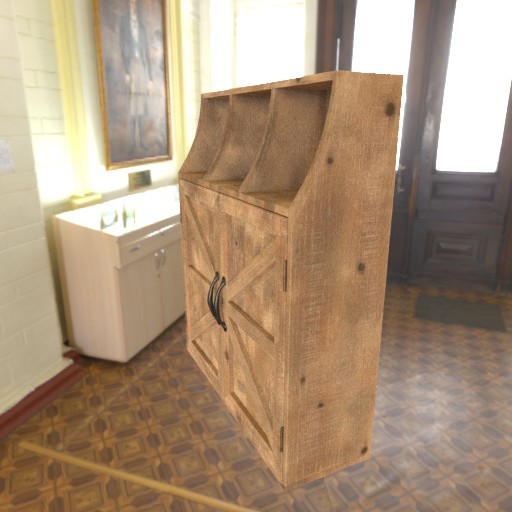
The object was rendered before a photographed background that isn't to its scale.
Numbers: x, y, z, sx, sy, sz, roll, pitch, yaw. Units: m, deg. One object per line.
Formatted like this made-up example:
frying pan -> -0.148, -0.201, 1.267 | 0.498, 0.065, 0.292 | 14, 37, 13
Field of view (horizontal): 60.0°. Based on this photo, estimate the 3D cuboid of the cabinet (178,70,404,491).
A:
cabinet -> 0.000, 0.000, 0.821 | 0.184, 0.590, 0.489 | -8, 18, -25
